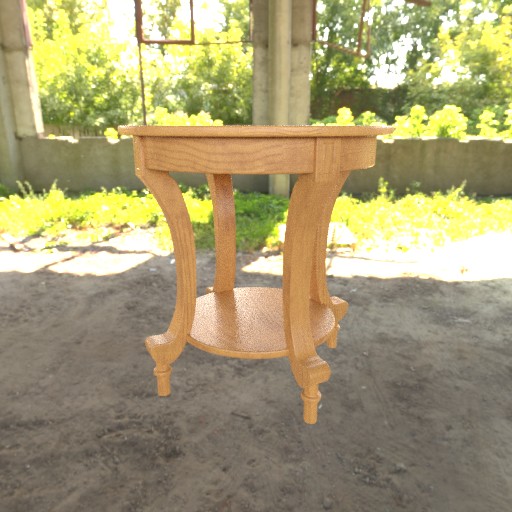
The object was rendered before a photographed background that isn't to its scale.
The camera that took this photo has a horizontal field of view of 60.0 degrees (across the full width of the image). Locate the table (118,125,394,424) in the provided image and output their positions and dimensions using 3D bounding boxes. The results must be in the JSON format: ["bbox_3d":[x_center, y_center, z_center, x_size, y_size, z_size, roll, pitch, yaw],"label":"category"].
[{"bbox_3d":[0.000,0.000,1.084,0.597,0.612,0.597,0,16,0],"label":"table"}]
